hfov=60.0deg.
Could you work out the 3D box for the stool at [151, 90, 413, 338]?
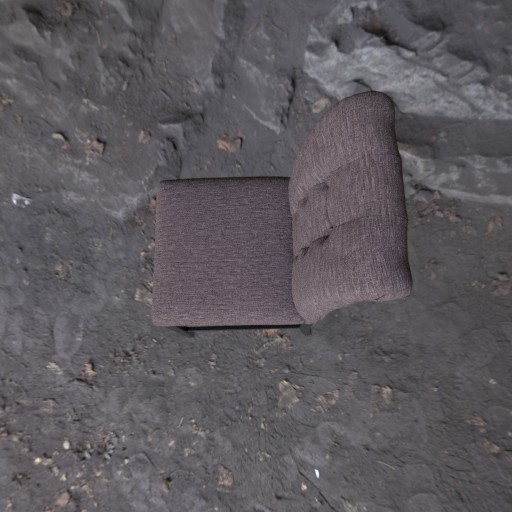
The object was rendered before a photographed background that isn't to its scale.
[{"bbox_3d":[0.000,0.000,1.415,0.613,1.131,0.452,-1,76,0],"label":"stool"}]
